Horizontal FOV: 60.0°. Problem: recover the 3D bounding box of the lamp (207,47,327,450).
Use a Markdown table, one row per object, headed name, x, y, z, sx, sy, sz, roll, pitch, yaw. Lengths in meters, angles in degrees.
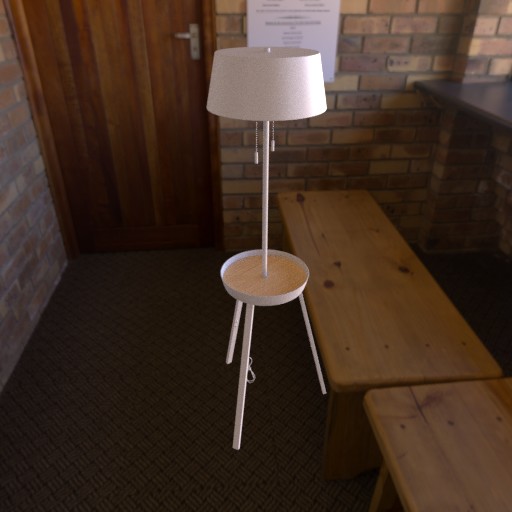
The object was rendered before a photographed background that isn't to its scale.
| name | x | y | z | sx | sy | sz | roll | pitch | yaw |
| --- | --- | --- | --- | --- | --- | --- | --- | --- | --- |
| lamp | 0.000 | 0.000 | 1.666 | 0.508 | 1.429 | 0.468 | -21 | 36 | -31 |
